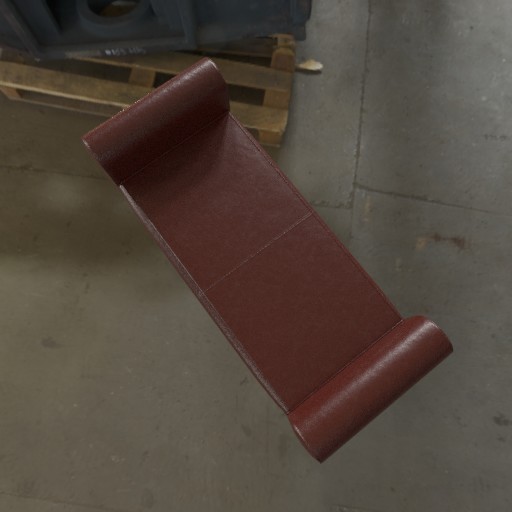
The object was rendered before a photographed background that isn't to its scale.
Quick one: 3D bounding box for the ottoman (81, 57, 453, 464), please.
[{"bbox_3d":[0.000,0.000,1.598,0.521,0.547,1.256,-36,79,-8],"label":"ottoman"}]
